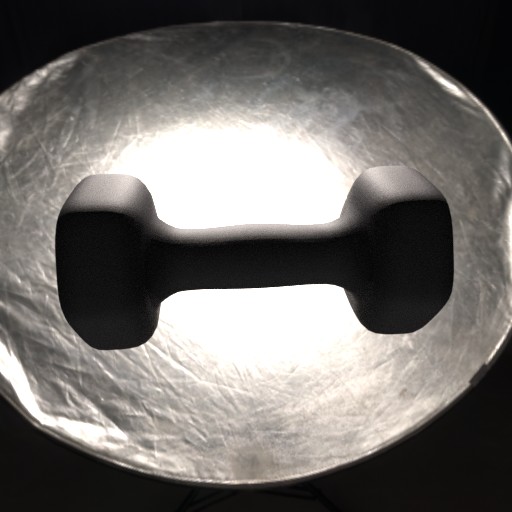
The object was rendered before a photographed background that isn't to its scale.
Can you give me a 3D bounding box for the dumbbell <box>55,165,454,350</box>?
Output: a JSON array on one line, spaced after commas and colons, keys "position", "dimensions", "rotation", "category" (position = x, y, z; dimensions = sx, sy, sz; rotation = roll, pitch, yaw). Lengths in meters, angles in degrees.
[{"position": [0.000, 0.000, 0.295], "dimensions": [0.240, 0.105, 0.116], "rotation": [-2, 31, -3], "category": "dumbbell"}]
